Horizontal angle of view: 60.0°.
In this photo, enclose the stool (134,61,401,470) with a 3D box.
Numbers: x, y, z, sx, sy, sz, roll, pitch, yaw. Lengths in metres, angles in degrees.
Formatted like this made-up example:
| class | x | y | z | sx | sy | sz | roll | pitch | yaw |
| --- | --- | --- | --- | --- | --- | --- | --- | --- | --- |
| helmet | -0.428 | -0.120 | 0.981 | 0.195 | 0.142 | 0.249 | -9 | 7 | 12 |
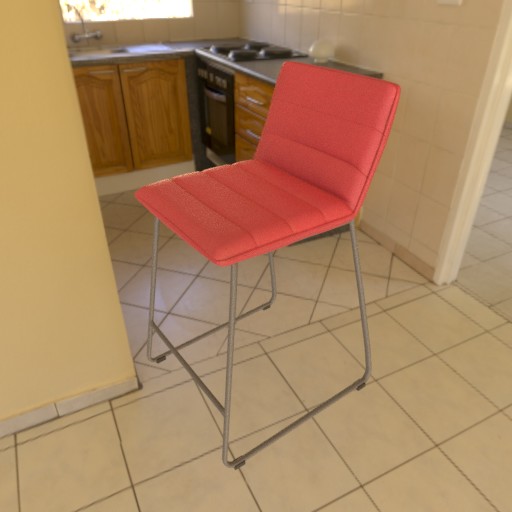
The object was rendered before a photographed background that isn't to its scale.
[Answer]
| class | x | y | z | sx | sy | sz | roll | pitch | yaw |
| --- | --- | --- | --- | --- | --- | --- | --- | --- | --- |
| stool | 0.000 | 0.000 | 1.160 | 0.524 | 0.866 | 0.489 | -22 | 39 | -30 |
